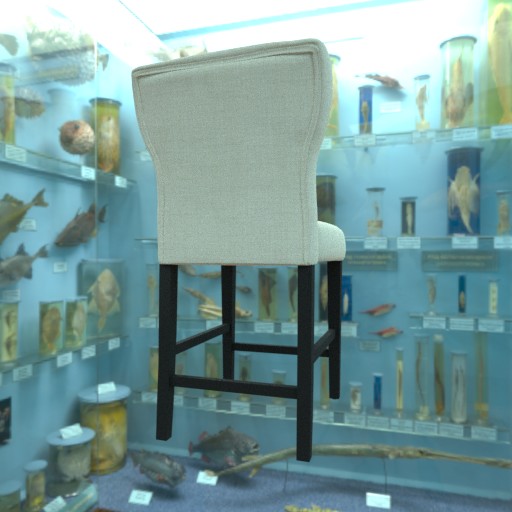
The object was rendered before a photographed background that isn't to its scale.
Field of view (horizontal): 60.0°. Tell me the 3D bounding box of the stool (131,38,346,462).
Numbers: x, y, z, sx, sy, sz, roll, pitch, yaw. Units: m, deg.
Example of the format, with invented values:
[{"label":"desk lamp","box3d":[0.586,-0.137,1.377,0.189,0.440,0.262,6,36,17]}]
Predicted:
[{"label":"stool","box3d":[0.000,0.000,1.313,0.514,0.972,0.603,0,0,18]}]
